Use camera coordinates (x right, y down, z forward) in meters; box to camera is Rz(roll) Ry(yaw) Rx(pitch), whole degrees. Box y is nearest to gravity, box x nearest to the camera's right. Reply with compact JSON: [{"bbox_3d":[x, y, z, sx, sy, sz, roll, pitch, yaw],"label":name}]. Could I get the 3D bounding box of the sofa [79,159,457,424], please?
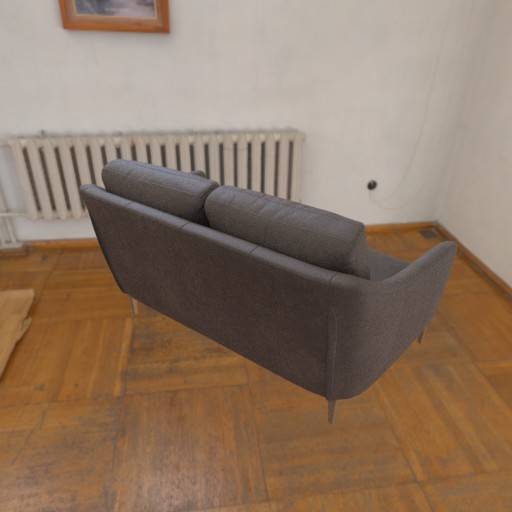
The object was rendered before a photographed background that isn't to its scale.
[{"bbox_3d":[0.000,0.000,2.179,1.619,0.902,0.960,20,36,31],"label":"sofa"}]
